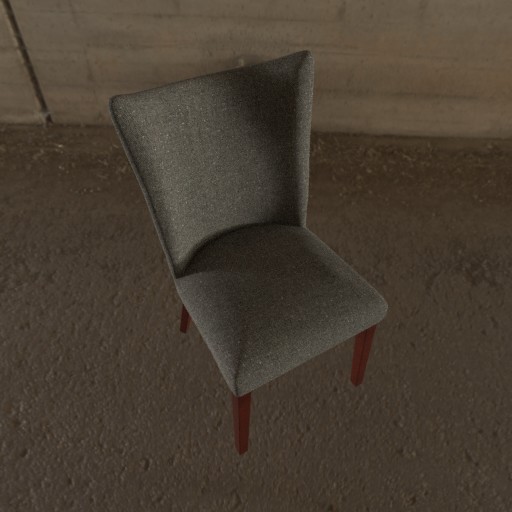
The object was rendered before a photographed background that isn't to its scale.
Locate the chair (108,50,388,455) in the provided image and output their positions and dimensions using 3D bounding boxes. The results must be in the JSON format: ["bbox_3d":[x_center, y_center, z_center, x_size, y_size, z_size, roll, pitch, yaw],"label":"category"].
[{"bbox_3d":[0.000,0.000,1.261,0.535,0.924,0.623,-23,50,-20],"label":"chair"}]
